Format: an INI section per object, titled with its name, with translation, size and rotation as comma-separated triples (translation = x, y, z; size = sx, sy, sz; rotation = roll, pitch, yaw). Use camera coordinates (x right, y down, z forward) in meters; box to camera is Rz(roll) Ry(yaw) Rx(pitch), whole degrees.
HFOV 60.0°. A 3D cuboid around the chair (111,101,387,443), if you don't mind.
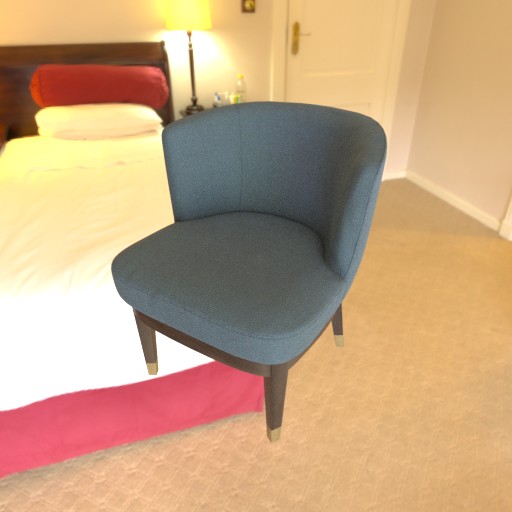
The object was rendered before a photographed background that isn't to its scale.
[chair]
translation = 0.000, 0.000, 1.319
size = 0.661, 0.760, 0.702
rotation = 18, 35, 28
